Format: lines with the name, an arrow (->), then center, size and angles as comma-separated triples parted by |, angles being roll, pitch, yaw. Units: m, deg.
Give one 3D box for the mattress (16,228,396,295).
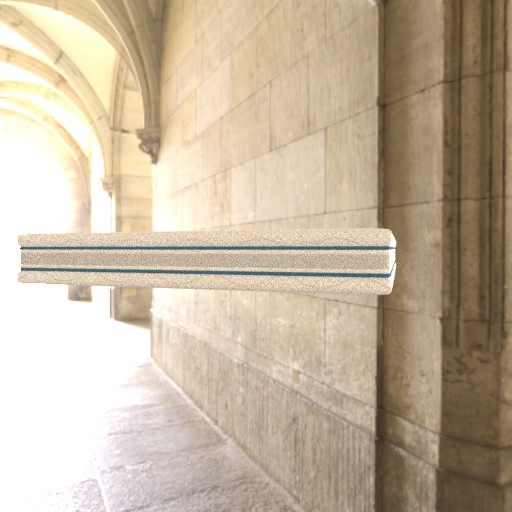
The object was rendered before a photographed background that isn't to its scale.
mattress -> 0.000, 0.000, 2.676 | 1.600, 0.230, 2.000 | 0, 1, 18
